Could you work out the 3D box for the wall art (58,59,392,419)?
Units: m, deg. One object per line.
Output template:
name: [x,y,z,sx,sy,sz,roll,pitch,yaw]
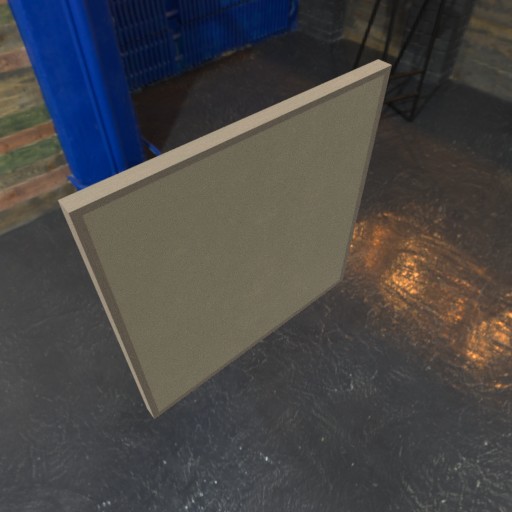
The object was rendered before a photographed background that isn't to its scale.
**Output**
wall art: [0.000,0.000,1.114,0.761,0.758,0.038,-32,55,-26]
